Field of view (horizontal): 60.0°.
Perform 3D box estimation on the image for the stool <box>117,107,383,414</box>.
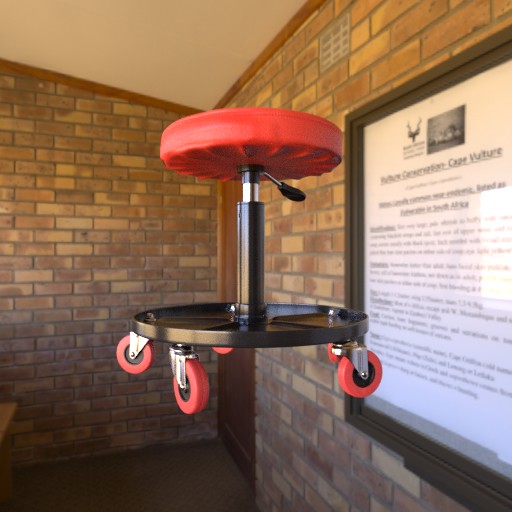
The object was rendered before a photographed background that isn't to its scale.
[{"bbox_3d":[0.000,0.000,0.677,0.381,0.365,0.382,0,-1,37],"label":"stool"}]
